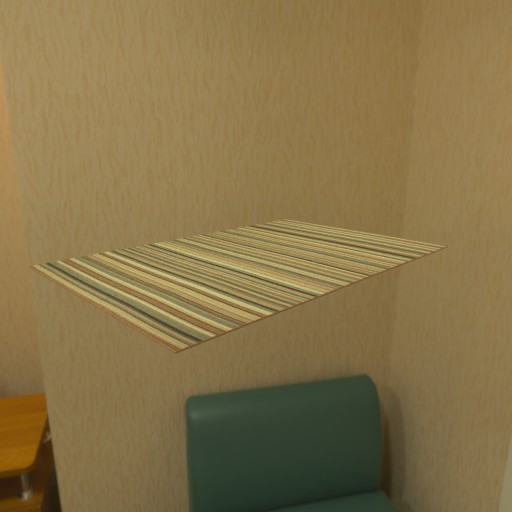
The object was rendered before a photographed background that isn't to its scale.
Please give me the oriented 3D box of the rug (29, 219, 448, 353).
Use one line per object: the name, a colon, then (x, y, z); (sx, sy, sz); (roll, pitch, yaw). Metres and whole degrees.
rug: (0.000, 0.000, 2.294); (1.829, 0.008, 1.219); (-14, 20, -43)
